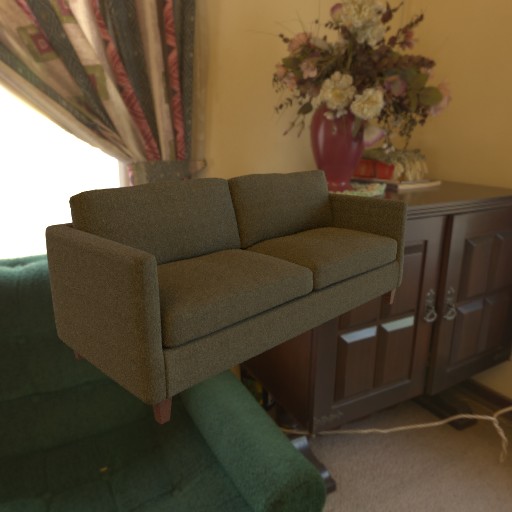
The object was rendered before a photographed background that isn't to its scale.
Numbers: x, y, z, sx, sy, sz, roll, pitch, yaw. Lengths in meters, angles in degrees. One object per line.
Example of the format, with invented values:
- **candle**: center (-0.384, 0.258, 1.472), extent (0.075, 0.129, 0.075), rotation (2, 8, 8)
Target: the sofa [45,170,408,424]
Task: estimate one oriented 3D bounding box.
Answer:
- **sofa**: center (0.000, 0.000, 2.783), extent (0.948, 0.965, 2.208), rotation (14, 21, 43)
